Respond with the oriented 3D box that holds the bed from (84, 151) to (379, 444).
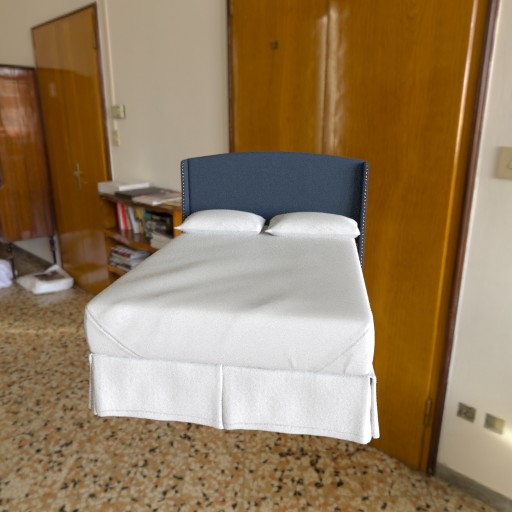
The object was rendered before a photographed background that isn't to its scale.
[{"bbox_3d":[0.000,0.000,3.290,1.710,1.407,2.237,3,16,9],"label":"bed"}]
